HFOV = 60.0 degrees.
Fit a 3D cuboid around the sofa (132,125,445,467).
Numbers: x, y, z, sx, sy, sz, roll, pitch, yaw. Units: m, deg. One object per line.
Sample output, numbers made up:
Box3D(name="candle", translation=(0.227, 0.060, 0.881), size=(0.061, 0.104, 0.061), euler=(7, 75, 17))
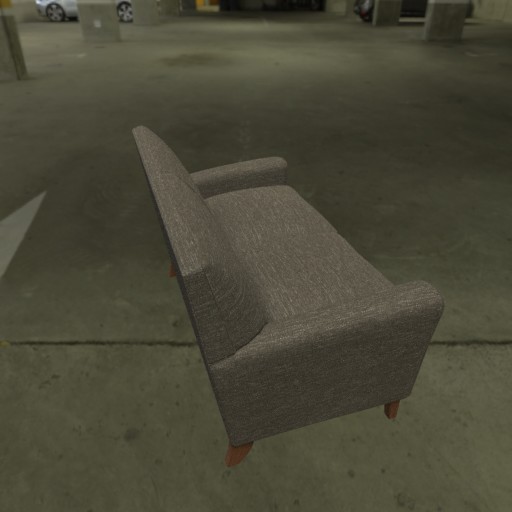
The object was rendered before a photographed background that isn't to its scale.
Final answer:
Box3D(name="sofa", translation=(0.000, 0.000, 2.031), size=(0.867, 0.905, 1.509), euler=(-10, 32, -16))
